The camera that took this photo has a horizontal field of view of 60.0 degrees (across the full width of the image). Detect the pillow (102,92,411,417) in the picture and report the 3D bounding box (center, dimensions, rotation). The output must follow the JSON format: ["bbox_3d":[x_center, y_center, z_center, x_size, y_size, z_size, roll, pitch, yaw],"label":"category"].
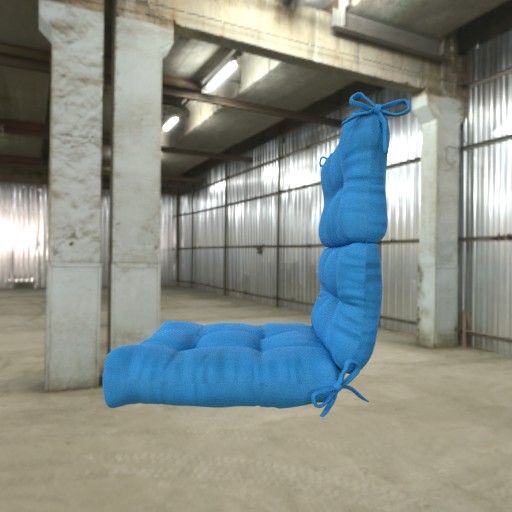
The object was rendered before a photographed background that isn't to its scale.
[{"bbox_3d":[0.000,0.000,1.035,0.571,0.605,0.519,0,0,2],"label":"pillow"}]
